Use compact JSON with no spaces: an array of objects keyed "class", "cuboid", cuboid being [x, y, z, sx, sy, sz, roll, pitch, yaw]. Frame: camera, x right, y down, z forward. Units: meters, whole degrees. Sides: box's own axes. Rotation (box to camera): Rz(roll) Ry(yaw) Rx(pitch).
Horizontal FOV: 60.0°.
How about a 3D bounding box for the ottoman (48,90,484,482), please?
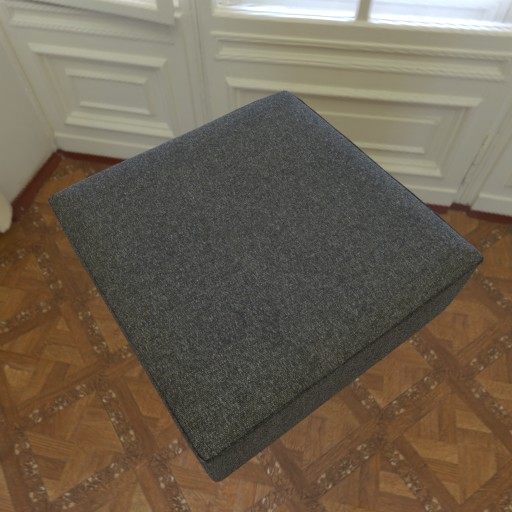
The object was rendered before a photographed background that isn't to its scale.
[{"class":"ottoman","cuboid":[0.000,0.000,1.537,1.021,0.423,1.017,-30,61,-18]}]
